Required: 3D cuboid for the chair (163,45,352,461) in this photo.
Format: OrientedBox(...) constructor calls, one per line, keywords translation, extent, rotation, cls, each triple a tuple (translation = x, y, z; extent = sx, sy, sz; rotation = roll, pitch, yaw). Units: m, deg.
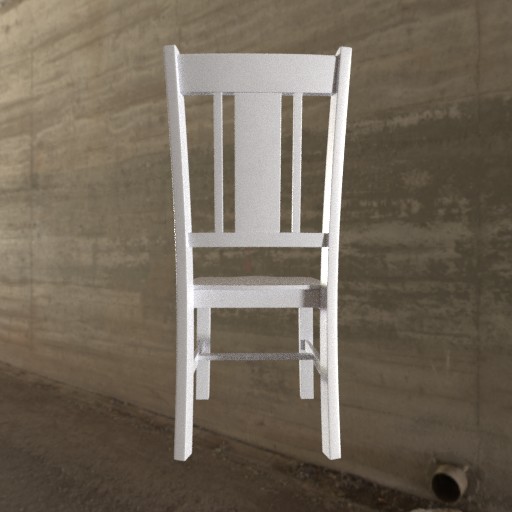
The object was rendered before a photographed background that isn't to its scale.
OrientedBox(translation=(0.000, 0.000, 1.308), extent=(0.450, 0.998, 0.555), rotation=(0, 0, -1), cls="chair")
